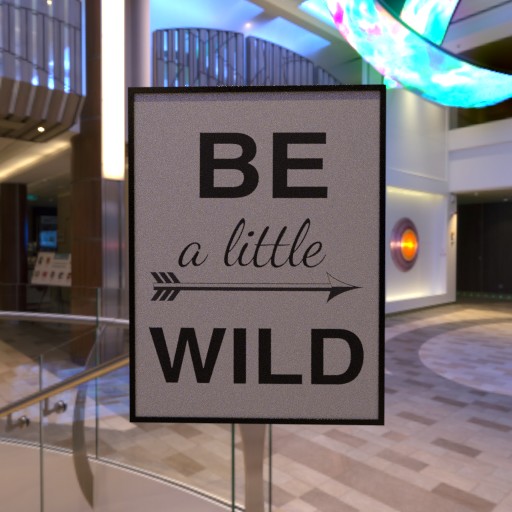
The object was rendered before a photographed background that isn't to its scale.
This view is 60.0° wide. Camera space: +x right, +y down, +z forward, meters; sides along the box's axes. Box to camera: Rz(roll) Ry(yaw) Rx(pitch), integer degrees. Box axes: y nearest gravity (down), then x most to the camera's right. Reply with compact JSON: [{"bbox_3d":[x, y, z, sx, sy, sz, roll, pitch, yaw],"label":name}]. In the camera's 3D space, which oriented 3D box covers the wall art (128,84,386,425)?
[{"bbox_3d":[0.000,0.000,0.769,0.442,0.582,0.013,0,1,2],"label":"wall art"}]
